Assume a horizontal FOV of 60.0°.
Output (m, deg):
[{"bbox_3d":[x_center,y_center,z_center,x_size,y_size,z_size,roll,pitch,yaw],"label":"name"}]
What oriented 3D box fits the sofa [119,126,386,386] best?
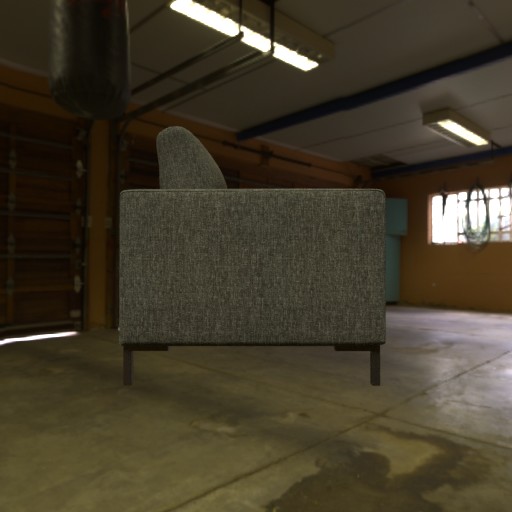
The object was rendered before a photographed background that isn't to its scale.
[{"bbox_3d":[0.000,0.000,2.237,0.866,0.862,1.716,0,-1,0],"label":"sofa"}]
